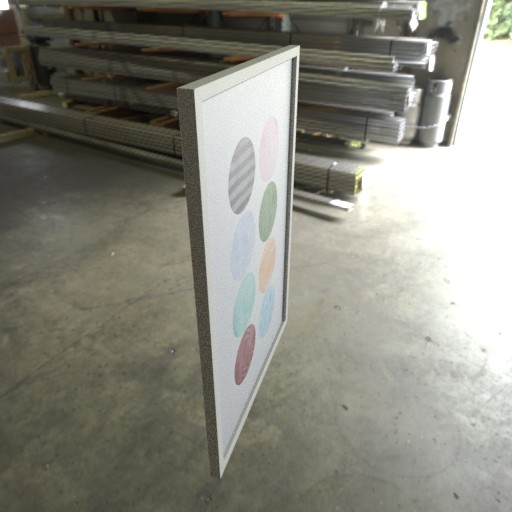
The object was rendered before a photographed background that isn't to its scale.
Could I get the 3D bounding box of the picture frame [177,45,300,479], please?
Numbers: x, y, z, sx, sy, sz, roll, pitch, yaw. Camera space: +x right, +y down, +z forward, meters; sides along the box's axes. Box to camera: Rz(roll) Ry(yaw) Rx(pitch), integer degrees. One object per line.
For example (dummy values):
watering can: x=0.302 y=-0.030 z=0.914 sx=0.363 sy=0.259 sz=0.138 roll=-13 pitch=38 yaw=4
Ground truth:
picture frame: x=0.000 y=0.000 z=0.534 sx=0.013 sy=0.434 sz=0.305 roll=10 pitch=32 yaw=16
